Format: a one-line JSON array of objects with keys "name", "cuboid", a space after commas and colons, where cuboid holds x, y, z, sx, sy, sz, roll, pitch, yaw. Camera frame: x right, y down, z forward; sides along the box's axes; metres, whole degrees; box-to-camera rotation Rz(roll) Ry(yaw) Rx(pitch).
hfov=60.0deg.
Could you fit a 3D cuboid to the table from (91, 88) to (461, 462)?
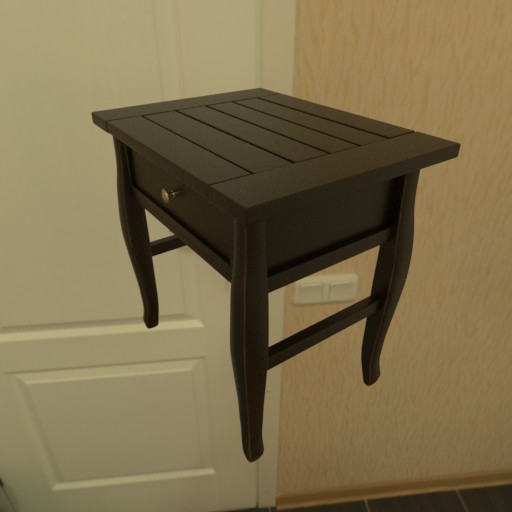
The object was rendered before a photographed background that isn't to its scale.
[{"name": "table", "cuboid": [0.000, 0.000, 1.033, 0.460, 0.604, 0.602, -20, 37, -30]}]
